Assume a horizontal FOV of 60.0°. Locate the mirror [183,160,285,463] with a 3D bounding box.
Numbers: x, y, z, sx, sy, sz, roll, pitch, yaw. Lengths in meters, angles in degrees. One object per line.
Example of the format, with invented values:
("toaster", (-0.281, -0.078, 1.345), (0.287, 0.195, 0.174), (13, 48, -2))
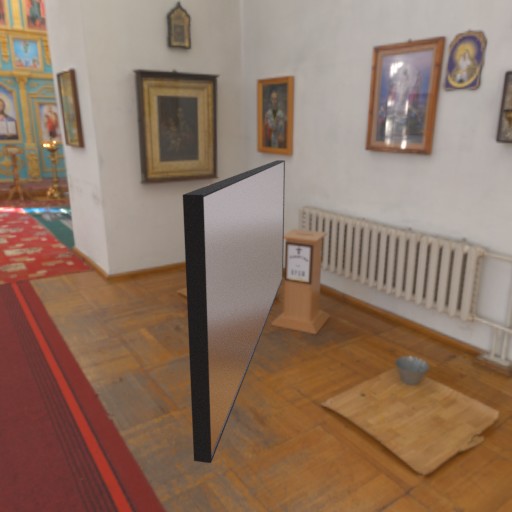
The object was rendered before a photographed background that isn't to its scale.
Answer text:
("mirror", (0.000, 0.000, 1.812), (0.047, 0.692, 1.584), (3, 15, 10))
